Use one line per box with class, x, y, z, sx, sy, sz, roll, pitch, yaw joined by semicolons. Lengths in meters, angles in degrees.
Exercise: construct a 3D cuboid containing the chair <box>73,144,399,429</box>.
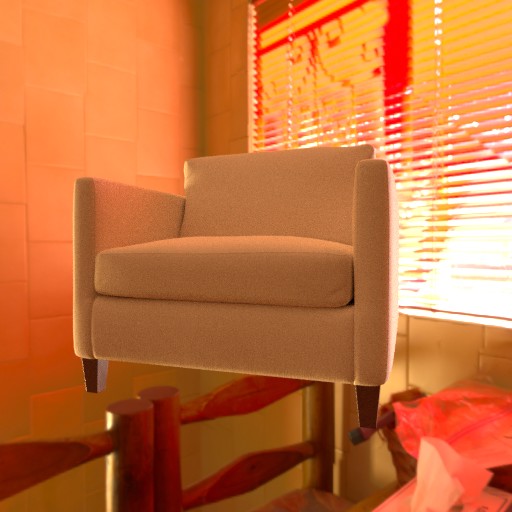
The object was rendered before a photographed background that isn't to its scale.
chair;0.000;0.000;1.670;1.019;0.885;0.878;0;1;19
